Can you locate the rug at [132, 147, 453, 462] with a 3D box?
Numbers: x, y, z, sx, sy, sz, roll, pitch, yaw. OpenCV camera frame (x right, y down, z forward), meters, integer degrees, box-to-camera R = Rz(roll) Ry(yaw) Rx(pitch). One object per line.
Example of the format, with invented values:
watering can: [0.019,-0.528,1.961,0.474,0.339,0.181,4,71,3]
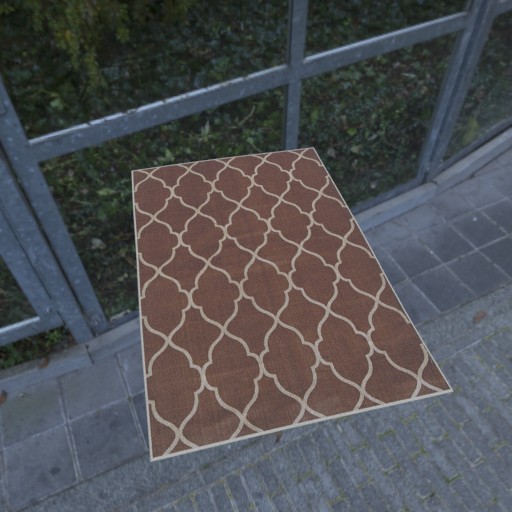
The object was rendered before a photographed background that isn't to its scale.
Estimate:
rug: [0.000,0.000,2.892,1.528,0.014,2.294,-10,47,-9]
